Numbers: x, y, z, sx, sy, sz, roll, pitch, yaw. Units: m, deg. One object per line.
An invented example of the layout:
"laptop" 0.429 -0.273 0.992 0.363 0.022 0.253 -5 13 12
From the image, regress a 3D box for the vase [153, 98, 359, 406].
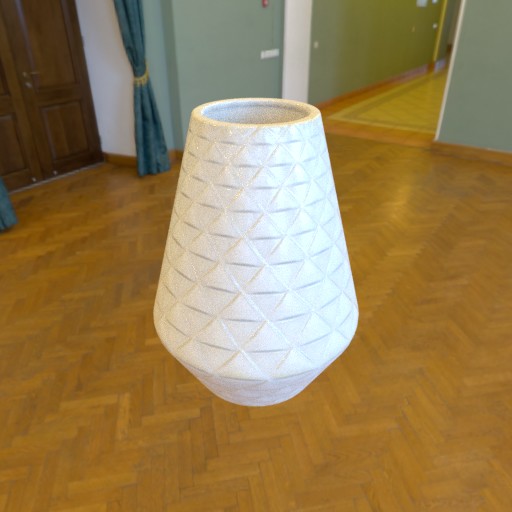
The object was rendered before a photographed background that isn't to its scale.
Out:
"vase" 0.000 0.000 0.361 0.175 0.230 0.175 0 30 0
